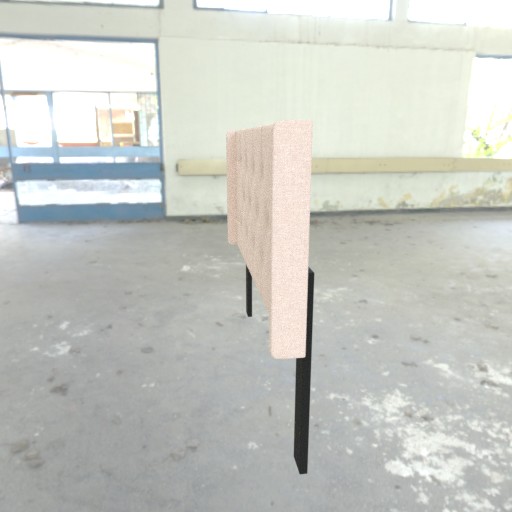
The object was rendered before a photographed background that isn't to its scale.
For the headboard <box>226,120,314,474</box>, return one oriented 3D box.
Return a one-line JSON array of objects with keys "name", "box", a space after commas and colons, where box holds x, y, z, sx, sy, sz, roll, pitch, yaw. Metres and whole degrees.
[{"name": "headboard", "box": [0.000, 0.000, 2.728, 0.184, 1.524, 2.051, -2, 15, -8]}]
